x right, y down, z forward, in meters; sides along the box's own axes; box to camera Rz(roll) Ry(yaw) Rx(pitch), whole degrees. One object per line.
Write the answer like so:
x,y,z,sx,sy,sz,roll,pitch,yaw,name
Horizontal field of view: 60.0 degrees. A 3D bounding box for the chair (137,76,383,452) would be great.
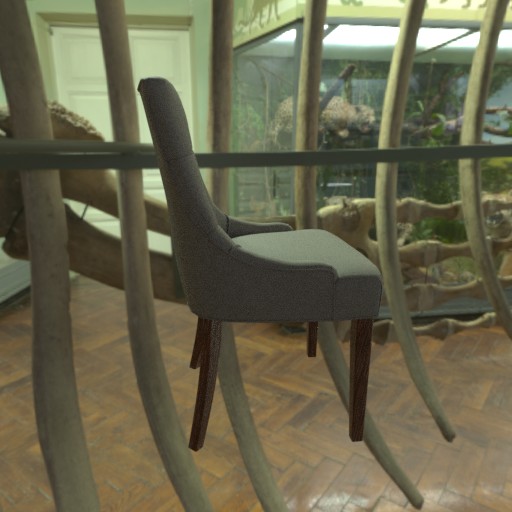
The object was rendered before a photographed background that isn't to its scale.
0.000,0.000,1.212,0.565,0.874,0.509,-2,16,-8,chair
